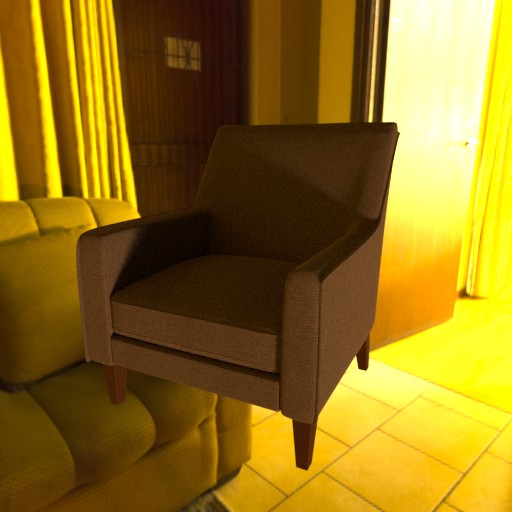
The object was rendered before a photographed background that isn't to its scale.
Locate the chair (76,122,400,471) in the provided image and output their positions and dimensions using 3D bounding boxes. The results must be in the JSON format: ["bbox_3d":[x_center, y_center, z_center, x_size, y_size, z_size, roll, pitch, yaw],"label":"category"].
[{"bbox_3d":[0.000,0.000,1.557,0.780,0.919,0.899,7,16,26],"label":"chair"}]
